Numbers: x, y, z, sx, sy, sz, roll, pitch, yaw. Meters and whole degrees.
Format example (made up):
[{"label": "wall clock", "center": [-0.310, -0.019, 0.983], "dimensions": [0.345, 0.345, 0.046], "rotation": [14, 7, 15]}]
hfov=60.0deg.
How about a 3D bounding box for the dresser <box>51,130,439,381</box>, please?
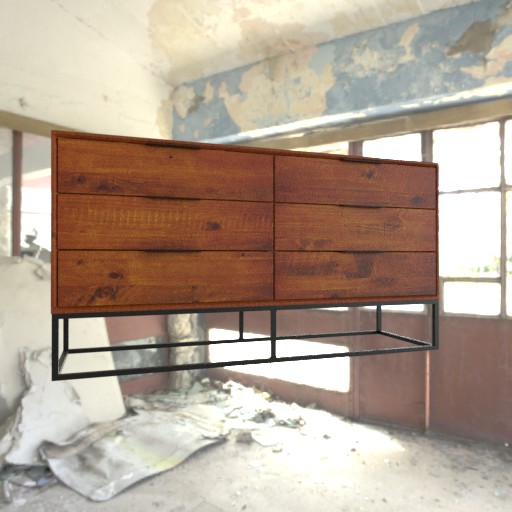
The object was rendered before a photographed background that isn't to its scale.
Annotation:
[{"label": "dresser", "center": [0.000, 0.000, 1.871], "dimensions": [1.536, 0.810, 0.464], "rotation": [0, 0, -19]}]
